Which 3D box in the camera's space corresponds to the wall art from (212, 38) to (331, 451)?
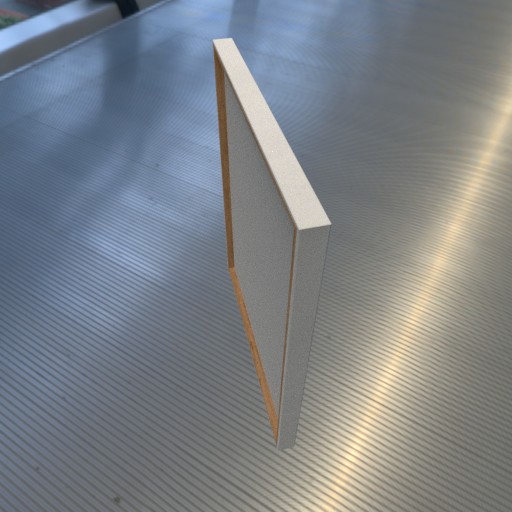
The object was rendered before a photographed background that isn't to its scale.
[{"bbox_3d":[0.000,0.000,0.840,0.037,0.606,0.508,-10,47,-10],"label":"wall art"}]
